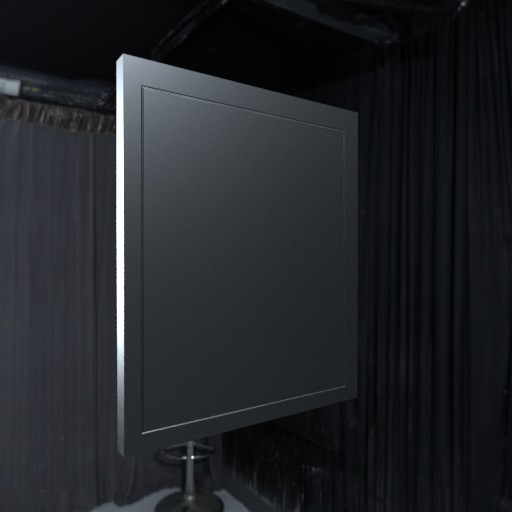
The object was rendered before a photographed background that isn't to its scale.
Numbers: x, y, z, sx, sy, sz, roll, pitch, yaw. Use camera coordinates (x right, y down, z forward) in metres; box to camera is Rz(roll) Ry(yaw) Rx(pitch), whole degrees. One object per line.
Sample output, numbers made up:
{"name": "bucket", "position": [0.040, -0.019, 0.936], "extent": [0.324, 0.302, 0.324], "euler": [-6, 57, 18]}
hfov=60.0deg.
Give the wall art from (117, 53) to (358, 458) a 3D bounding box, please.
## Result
{"name": "wall art", "position": [0.000, 0.000, 0.753], "extent": [0.461, 0.558, 0.031], "euler": [0, 1, -34]}
